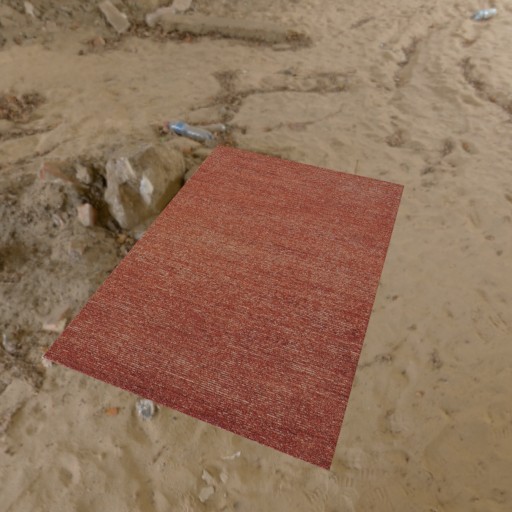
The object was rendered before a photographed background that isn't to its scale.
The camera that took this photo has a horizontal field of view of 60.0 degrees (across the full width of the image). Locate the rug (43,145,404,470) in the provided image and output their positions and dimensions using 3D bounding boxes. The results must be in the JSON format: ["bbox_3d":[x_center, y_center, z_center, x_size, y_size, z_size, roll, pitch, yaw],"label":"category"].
[{"bbox_3d":[0.000,0.000,5.130,2.803,0.025,3.965,16,48,15],"label":"rug"}]
